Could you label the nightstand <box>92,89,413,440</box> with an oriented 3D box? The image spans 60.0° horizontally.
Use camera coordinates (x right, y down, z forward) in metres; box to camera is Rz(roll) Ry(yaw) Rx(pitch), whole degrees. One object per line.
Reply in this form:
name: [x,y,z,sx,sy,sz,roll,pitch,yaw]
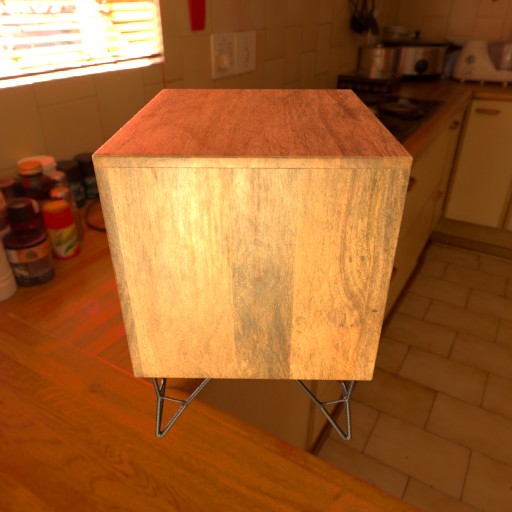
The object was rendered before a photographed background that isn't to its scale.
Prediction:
nightstand: [0.000,0.000,0.892,0.406,0.559,0.457,1,30,1]
